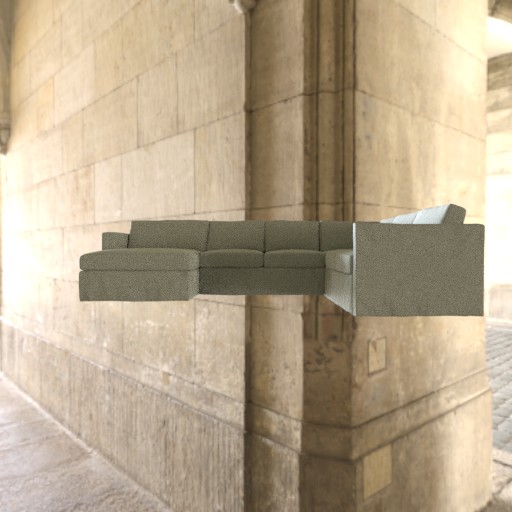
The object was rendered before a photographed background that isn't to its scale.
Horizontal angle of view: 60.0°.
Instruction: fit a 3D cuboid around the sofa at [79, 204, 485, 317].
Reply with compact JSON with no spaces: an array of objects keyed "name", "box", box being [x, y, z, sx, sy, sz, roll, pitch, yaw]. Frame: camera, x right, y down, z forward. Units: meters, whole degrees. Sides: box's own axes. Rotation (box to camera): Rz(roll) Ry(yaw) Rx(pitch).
[{"name":"sofa","box":[0.000,0.000,4.502,3.434,0.869,2.440,0,1,1]}]
